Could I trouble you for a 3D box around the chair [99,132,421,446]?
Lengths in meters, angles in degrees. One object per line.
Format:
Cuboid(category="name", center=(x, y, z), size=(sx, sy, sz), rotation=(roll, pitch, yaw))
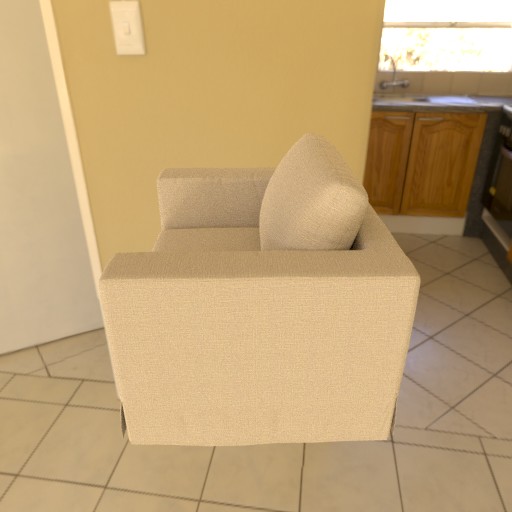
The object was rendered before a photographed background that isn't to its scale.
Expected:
Cuboid(category="chair", center=(0.000, 0.000, 1.839), size=(0.957, 0.878, 1.150), rotation=(-1, 27, -1))
